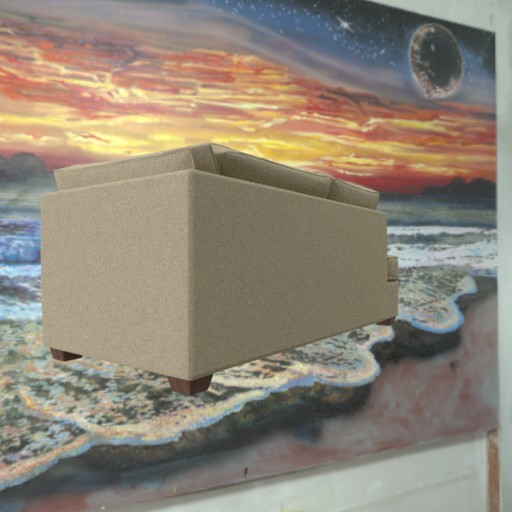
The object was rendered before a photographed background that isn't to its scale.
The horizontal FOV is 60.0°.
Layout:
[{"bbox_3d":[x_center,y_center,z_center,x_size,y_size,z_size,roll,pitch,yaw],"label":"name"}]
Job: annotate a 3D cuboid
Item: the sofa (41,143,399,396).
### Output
[{"bbox_3d":[0.000,0.000,2.792,1.110,1.033,2.237,0,0,37],"label":"sofa"}]
